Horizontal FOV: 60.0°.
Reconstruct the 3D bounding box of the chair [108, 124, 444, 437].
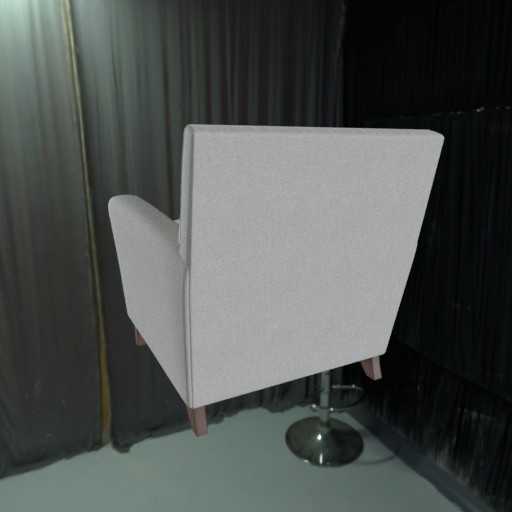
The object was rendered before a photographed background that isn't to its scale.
[{"bbox_3d":[0.000,0.000,1.565,0.840,0.846,0.871,-7,16,-27],"label":"chair"}]
